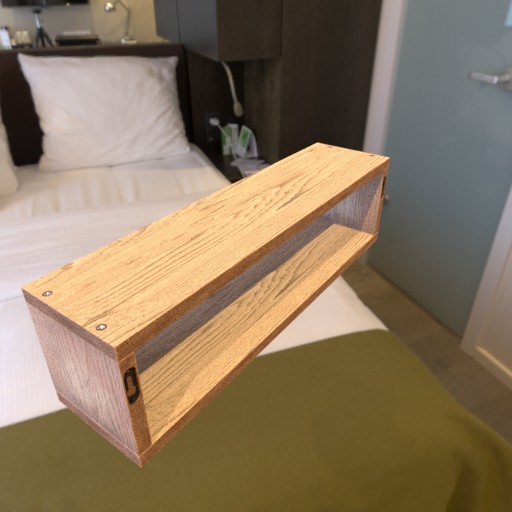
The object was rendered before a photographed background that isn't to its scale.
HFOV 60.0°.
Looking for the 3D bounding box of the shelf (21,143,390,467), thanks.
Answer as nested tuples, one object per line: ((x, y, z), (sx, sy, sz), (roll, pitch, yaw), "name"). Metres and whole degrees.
((0.000, 0.000, 0.670), (0.150, 0.170, 0.610), (21, 37, 30), "shelf")
